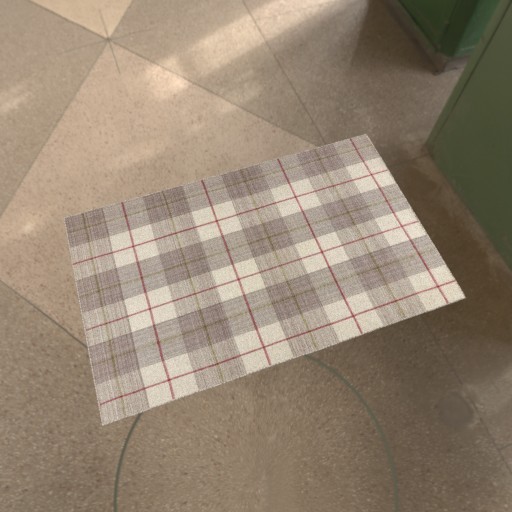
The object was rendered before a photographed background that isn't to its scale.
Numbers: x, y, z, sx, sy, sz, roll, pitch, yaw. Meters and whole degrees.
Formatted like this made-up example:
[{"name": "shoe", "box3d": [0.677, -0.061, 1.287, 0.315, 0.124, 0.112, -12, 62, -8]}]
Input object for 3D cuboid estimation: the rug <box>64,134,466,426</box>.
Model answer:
[{"name": "rug", "box3d": [0.000, 0.000, 3.128, 2.464, 0.010, 1.549, -18, 64, -9]}]
